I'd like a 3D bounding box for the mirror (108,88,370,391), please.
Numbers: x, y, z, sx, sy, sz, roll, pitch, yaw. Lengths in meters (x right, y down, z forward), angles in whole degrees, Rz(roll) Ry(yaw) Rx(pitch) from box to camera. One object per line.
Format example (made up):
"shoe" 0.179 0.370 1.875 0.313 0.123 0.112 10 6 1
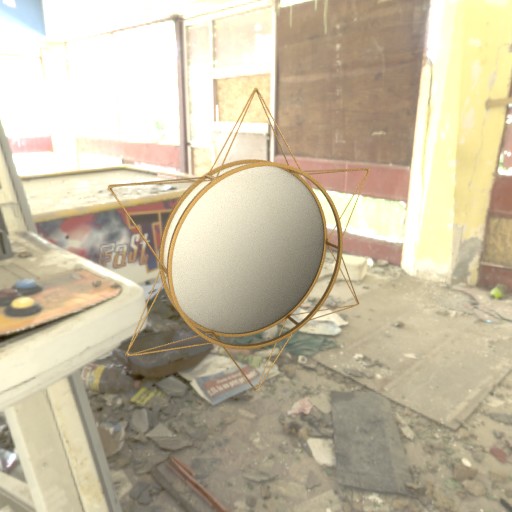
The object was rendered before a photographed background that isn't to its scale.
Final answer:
"mirror" 0.000 0.000 0.818 0.498 0.581 0.062 -8 20 -24
